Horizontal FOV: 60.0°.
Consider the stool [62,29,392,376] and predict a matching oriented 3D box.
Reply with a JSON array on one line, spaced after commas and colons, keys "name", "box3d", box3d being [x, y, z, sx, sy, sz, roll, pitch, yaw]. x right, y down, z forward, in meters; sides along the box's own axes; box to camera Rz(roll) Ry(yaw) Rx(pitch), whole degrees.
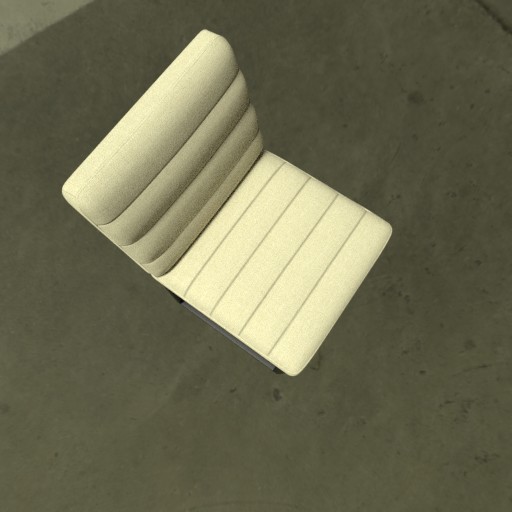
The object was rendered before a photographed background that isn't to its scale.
[{"name": "stool", "box3d": [0.000, 0.000, 1.289, 0.560, 1.040, 0.460, 34, 77, 9]}]
